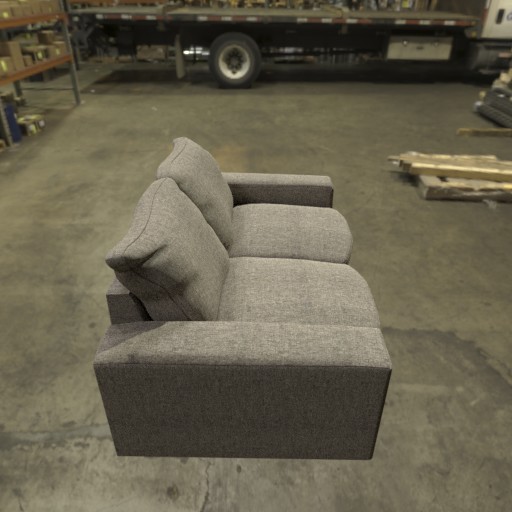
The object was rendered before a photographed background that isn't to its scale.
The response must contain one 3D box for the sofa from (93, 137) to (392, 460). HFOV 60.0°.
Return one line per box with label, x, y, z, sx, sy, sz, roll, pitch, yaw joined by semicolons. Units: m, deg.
sofa;0.000;0.000;2.300;1.094;0.877;1.758;1;32;1
